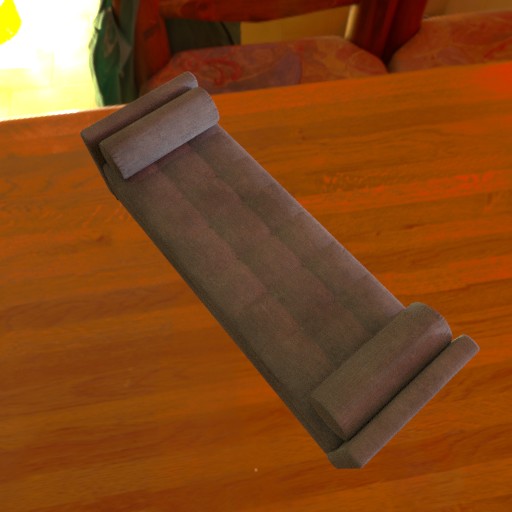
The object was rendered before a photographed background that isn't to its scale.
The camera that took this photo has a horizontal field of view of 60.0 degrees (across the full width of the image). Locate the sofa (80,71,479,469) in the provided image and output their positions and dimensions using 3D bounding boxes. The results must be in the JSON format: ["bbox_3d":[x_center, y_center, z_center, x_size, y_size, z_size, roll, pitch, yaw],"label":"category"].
[{"bbox_3d":[0.000,0.000,2.252,0.686,0.635,1.981,-37,70,-16],"label":"sofa"}]
